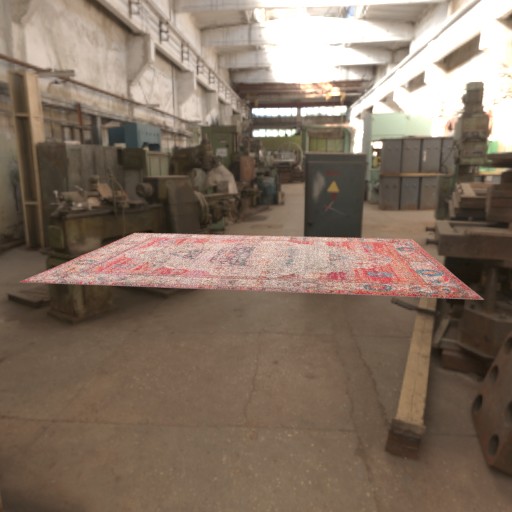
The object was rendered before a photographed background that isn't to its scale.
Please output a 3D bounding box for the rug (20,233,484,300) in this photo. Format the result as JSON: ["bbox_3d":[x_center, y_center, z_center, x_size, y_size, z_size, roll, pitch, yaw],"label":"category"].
[{"bbox_3d":[0.000,0.000,2.314,1.829,0.006,1.219,2,13,7],"label":"rug"}]
